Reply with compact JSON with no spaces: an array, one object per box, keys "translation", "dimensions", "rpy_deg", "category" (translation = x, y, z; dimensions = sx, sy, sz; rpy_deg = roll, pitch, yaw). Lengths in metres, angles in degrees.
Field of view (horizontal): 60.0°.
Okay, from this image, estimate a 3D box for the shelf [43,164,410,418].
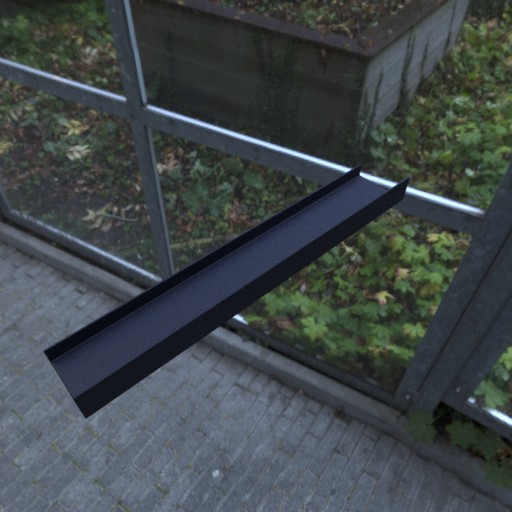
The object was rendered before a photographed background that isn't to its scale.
[{"translation":[0.000,0.000,0.655],"dimensions":[0.605,0.053,0.102],"rpy_deg":[-32,54,-27],"category":"shelf"}]
